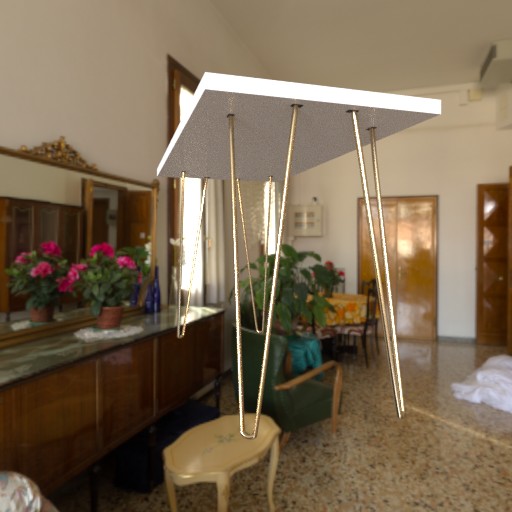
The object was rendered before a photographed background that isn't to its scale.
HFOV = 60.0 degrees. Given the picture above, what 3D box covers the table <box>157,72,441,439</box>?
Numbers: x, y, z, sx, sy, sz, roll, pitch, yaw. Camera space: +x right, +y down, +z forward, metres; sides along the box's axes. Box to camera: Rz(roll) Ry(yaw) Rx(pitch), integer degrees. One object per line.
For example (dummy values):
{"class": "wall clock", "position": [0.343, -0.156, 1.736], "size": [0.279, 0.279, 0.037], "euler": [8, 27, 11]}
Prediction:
{"class": "table", "position": [0.000, 0.000, 1.324], "size": [0.498, 0.660, 0.991], "euler": [0, 1, -17]}
